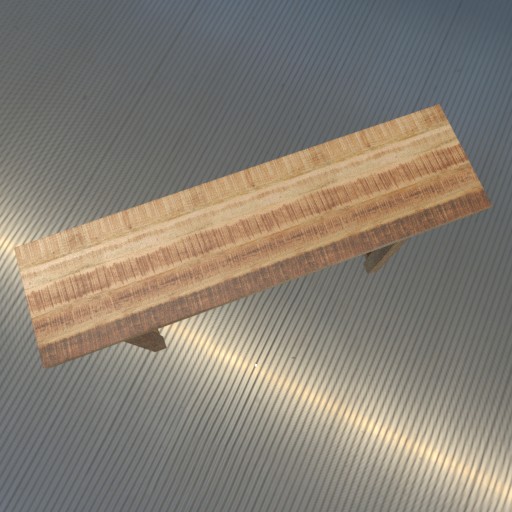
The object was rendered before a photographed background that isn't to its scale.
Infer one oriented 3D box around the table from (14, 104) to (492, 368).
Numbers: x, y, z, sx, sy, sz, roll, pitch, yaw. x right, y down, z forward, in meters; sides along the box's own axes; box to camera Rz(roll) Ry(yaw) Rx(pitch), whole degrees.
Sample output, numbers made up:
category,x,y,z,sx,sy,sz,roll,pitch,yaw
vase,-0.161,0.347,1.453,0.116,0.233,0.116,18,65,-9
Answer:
category,x,y,z,sx,sy,sz,roll,pitch,yaw
table,0.000,0.000,1.848,1.524,0.810,0.405,-20,77,-5
